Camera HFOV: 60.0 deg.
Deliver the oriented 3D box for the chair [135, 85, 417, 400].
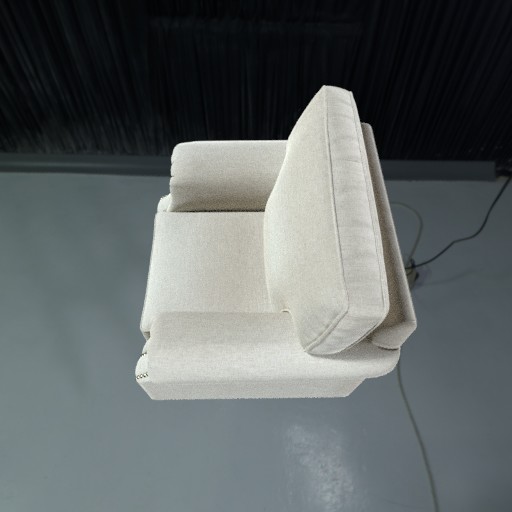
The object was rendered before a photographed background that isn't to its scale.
[{"bbox_3d":[0.000,0.000,1.820,0.965,0.961,1.092,-1,57,-1],"label":"chair"}]
